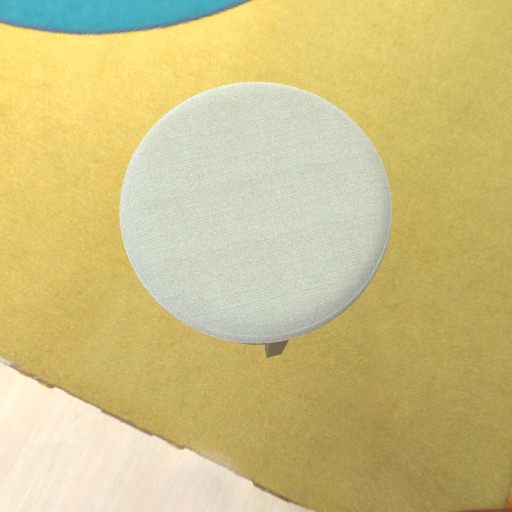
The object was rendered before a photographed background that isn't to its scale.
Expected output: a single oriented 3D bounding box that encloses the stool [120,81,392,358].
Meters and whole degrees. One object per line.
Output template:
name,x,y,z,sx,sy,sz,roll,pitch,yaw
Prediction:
stool,0.000,0.000,1.021,0.446,0.758,0.446,0,76,0
